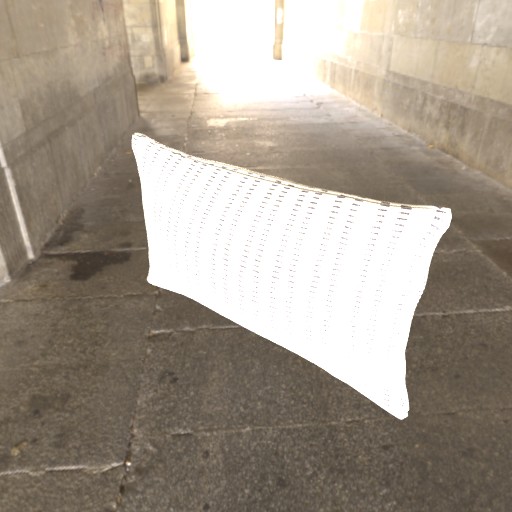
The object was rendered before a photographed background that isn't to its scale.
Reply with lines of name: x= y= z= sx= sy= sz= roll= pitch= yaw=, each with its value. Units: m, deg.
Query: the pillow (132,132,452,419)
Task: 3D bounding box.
pillow: x=0.000 y=0.000 z=0.802 sx=0.640 sy=0.353 sz=0.210 roll=22 pitch=35 yaw=34
